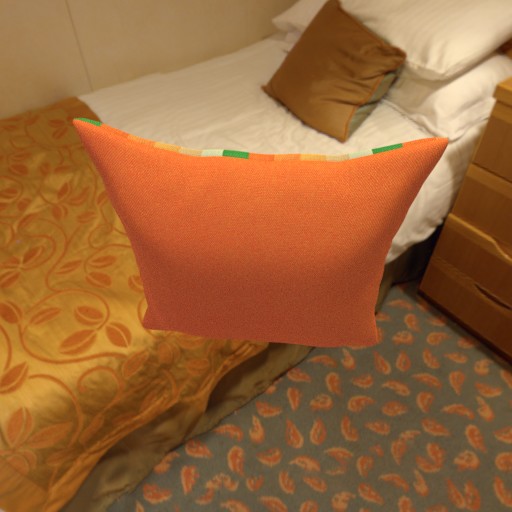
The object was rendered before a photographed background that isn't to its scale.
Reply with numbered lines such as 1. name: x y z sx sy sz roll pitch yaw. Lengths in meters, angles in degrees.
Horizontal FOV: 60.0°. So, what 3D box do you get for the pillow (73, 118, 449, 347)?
1. pillow: 0.000 0.000 0.690 0.453 0.444 0.169 4 47 4
